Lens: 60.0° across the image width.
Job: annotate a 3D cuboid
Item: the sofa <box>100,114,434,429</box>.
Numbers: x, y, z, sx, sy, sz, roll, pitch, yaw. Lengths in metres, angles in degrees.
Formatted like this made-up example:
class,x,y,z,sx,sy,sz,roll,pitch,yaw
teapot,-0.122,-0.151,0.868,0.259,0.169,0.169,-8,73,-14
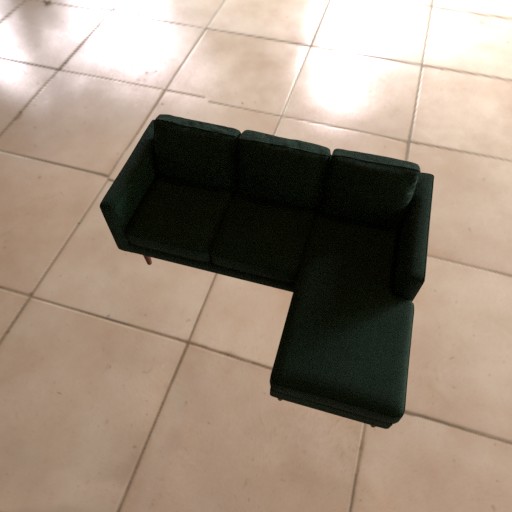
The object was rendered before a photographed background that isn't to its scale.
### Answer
class,x,y,z,sx,sy,sz,roll,pitch,yaw
sofa,0.000,0.000,2.858,2.030,0.899,1.580,13,58,9
